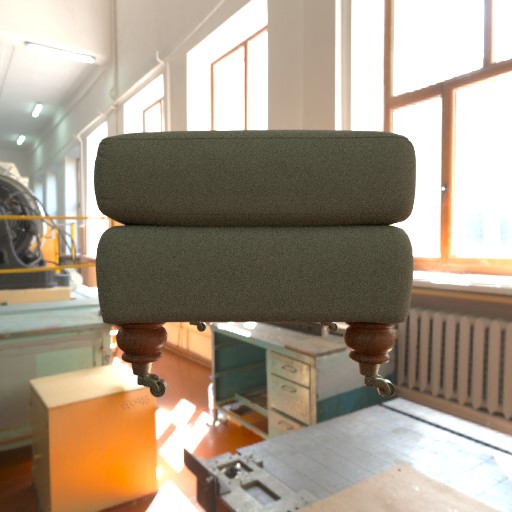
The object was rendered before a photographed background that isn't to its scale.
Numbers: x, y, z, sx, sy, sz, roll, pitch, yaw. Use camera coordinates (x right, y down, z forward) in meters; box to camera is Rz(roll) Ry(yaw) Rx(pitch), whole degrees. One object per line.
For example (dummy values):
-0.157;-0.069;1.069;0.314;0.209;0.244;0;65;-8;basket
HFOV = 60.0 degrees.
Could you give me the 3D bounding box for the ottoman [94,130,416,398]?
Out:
0.000;0.000;1.124;0.569;0.504;0.773;0;2;1;ottoman
